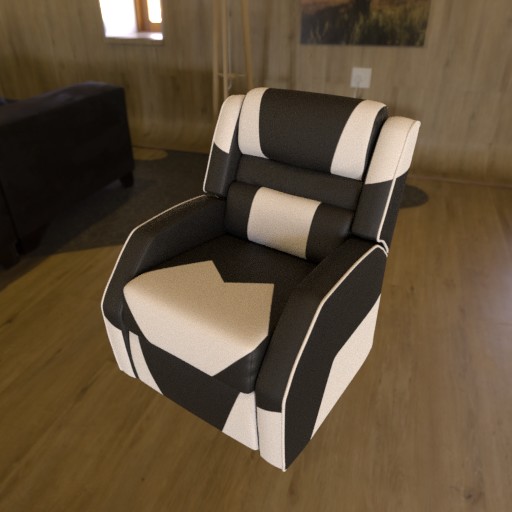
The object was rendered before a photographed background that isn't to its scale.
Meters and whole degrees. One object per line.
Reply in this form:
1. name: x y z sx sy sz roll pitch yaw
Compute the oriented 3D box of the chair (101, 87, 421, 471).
1. chair: 0.000 0.000 1.271 0.620 0.805 0.672 20 36 30
